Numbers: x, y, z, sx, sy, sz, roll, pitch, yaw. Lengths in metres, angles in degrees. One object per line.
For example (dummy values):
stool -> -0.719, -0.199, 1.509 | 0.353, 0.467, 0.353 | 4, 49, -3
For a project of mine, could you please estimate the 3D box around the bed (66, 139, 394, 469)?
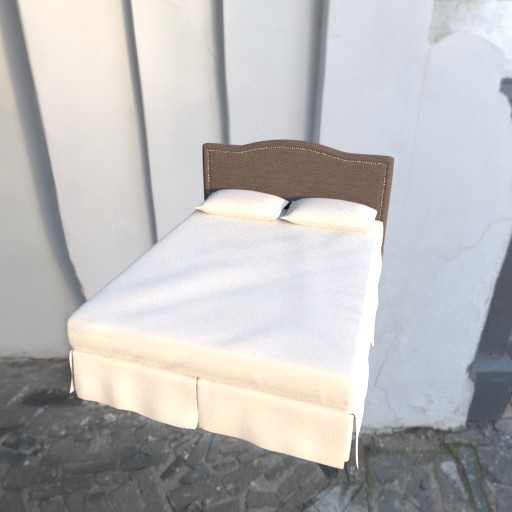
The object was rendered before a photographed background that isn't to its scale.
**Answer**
bed -> 0.000, 0.000, 3.854 | 2.161, 1.457, 2.689 | 8, 28, 15
